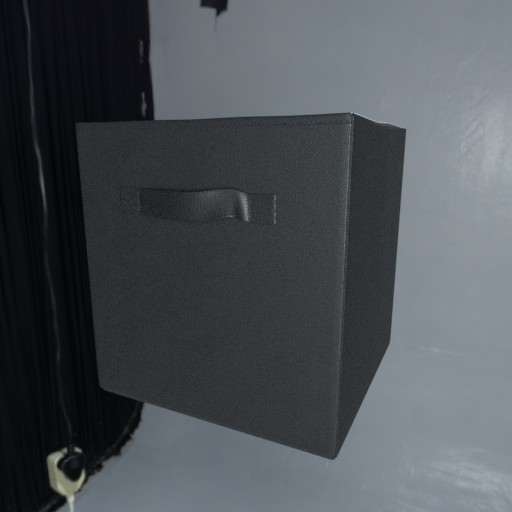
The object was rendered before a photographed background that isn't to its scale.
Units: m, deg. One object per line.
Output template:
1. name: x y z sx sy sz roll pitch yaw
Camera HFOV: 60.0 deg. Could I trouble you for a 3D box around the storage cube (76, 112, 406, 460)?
1. storage cube: 0.000 0.000 0.494 0.270 0.280 0.270 7 15 25
